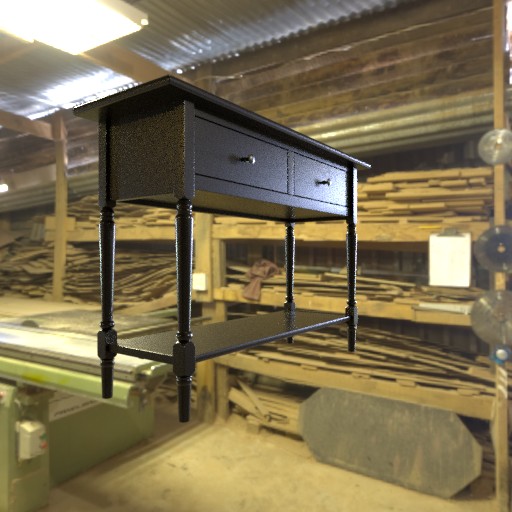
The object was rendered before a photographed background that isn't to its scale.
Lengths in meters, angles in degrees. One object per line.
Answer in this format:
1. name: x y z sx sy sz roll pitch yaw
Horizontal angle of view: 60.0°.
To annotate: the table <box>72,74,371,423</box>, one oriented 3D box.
1. table: 0.000 0.000 1.586 0.386 0.819 1.191 0 0 36
